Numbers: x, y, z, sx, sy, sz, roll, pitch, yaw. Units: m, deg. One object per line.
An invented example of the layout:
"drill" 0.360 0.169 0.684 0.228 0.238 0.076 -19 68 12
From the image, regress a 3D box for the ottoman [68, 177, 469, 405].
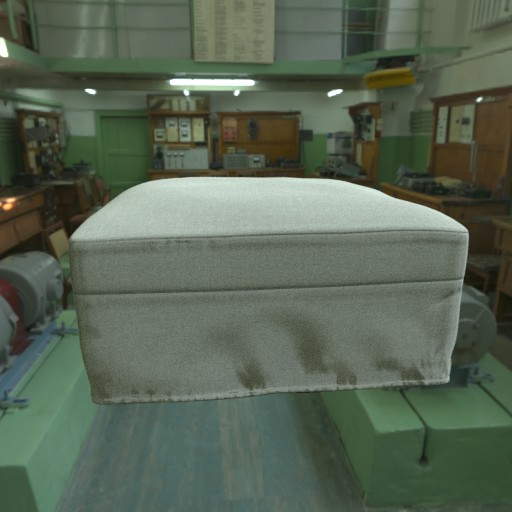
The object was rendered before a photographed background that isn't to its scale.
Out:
"ottoman" 0.000 0.000 1.312 0.840 0.436 0.843 -2 16 -6
